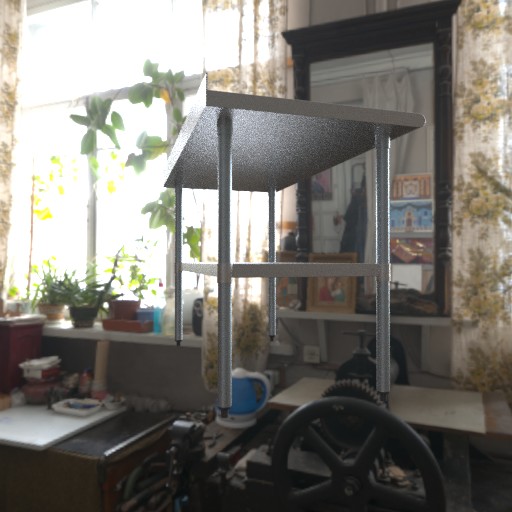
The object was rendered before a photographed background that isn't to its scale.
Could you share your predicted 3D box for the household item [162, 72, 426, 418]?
[{"bbox_3d":[0.000,0.000,1.711,0.610,0.851,1.219,0,-1,-17],"label":"household item"}]
